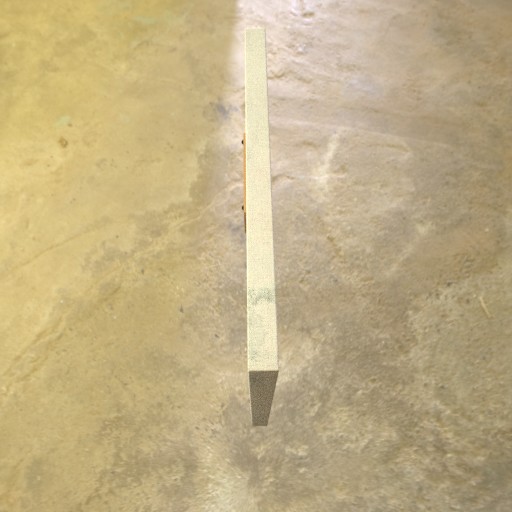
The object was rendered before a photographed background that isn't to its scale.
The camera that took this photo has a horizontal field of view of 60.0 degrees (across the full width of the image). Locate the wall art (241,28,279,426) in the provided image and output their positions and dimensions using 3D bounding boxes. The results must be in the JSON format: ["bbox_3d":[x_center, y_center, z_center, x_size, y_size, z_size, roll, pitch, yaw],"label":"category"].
[{"bbox_3d":[0.000,0.000,0.923,0.044,0.605,0.605,-1,63,0],"label":"wall art"}]
